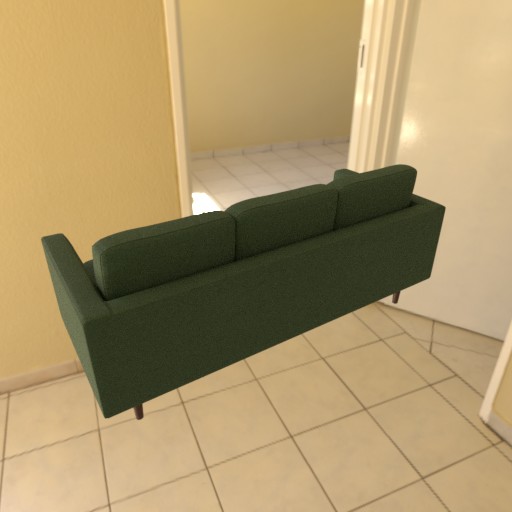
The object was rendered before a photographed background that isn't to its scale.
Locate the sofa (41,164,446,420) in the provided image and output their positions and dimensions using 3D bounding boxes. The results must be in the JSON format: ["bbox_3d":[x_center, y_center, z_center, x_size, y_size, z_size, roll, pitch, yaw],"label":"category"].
[{"bbox_3d":[0.000,0.000,2.486,2.029,0.899,0.879,-17,34,-28],"label":"sofa"}]
